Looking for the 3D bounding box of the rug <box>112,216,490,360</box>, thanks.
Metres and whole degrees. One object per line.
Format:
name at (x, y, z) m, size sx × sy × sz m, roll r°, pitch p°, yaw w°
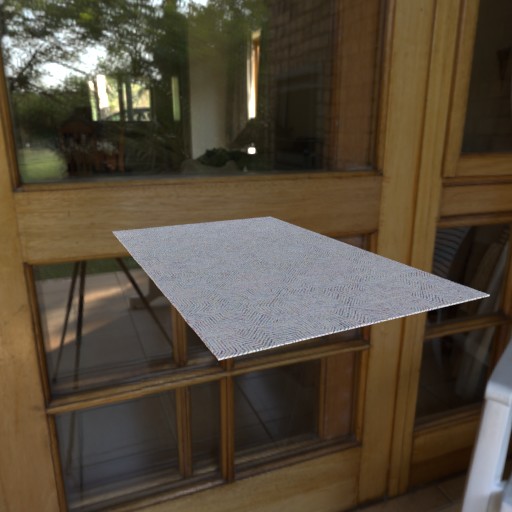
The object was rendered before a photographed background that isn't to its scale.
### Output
rug at (0.000, 0.000, 3.031) m, size 1.519 × 0.007 × 2.428 m, roll -8°, pitch 18°, yaw -25°
